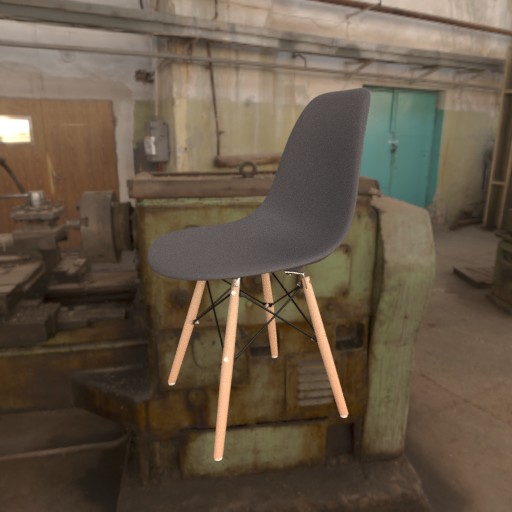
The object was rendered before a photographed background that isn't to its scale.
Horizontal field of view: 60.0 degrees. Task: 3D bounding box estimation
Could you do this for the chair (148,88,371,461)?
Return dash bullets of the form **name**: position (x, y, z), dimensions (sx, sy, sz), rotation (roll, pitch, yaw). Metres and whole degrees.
- **chair**: position (0.000, 0.000, 1.140), dimensions (0.533, 0.826, 0.470), rotation (-8, 17, -26)
